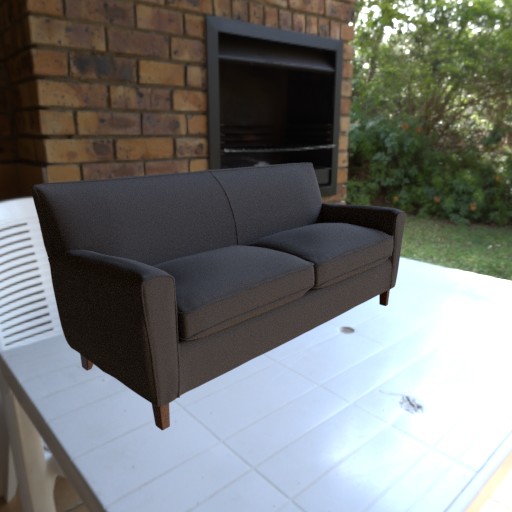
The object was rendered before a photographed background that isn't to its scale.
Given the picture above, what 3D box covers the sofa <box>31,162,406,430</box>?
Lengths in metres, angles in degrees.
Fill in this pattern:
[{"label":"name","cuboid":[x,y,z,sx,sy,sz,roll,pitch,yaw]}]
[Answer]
[{"label":"sofa","cuboid":[0.000,0.000,2.470,0.843,0.907,2.002,14,21,42]}]
